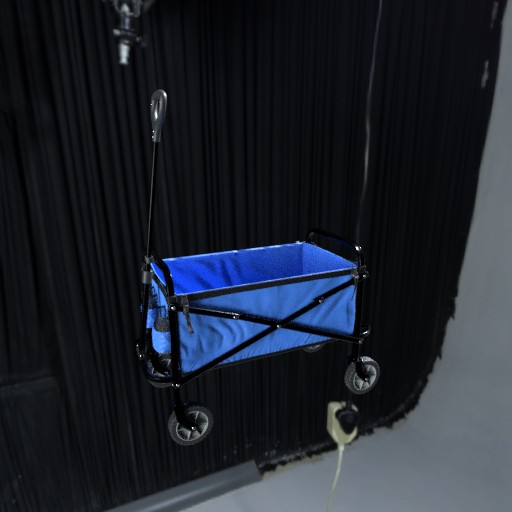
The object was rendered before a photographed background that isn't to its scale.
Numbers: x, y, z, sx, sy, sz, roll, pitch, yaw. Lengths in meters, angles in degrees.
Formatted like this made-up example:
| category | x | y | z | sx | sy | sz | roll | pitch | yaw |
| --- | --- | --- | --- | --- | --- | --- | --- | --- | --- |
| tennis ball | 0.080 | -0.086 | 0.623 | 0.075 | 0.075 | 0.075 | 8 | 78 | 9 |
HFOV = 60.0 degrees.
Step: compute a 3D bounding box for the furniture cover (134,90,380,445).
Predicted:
| category | x | y | z | sx | sy | sz | roll | pitch | yaw |
| --- | --- | --- | --- | --- | --- | --- | --- | --- | --- |
| furniture cover | 0.000 | 0.000 | 1.872 | 1.038 | 1.295 | 0.532 | -7 | 18 | -24 |
